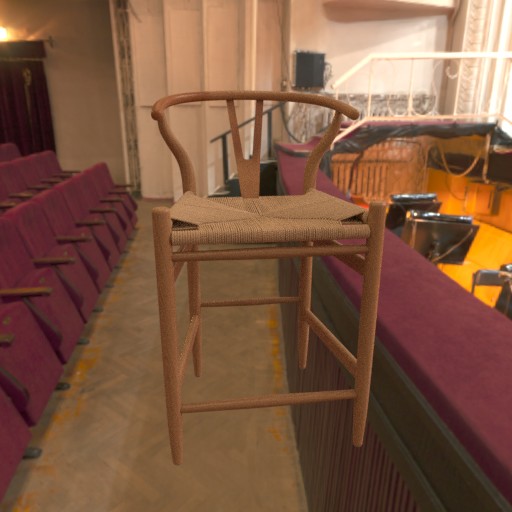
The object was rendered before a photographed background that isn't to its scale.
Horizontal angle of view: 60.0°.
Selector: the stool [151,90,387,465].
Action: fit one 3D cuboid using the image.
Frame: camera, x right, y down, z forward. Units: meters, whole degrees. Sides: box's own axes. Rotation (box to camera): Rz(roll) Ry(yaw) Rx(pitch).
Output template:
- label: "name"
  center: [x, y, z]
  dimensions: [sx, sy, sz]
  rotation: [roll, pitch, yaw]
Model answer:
- label: "stool"
  center: [0.000, 0.000, 1.281]
  dimensions: [0.536, 0.923, 0.575]
  rotation: [-2, 18, -8]
